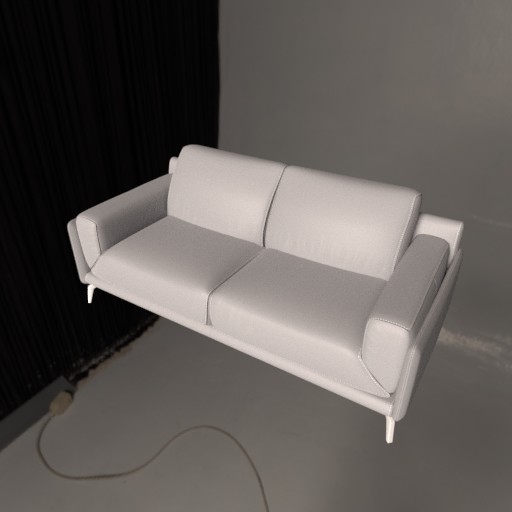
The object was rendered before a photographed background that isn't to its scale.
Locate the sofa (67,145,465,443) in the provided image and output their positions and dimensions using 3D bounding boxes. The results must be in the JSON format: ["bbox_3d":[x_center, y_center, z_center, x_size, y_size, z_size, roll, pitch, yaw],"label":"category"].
[{"bbox_3d":[0.000,0.000,2.580,2.100,0.900,0.969,18,35,27],"label":"sofa"}]
